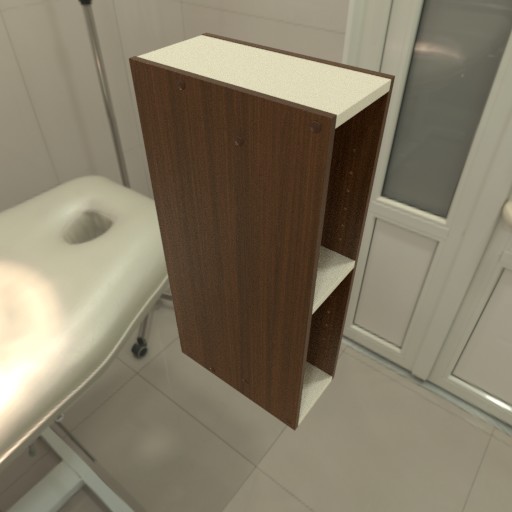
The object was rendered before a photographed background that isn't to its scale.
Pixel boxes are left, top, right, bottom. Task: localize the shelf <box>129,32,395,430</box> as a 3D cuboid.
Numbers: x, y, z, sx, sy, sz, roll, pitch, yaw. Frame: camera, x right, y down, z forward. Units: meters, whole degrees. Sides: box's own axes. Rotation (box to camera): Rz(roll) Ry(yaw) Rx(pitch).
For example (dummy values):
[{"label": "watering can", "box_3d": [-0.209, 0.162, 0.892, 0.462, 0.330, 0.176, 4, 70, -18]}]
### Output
[{"label": "shelf", "box_3d": [0.000, 0.000, 0.726, 0.290, 0.600, 0.147, 27, 48, 27]}]
